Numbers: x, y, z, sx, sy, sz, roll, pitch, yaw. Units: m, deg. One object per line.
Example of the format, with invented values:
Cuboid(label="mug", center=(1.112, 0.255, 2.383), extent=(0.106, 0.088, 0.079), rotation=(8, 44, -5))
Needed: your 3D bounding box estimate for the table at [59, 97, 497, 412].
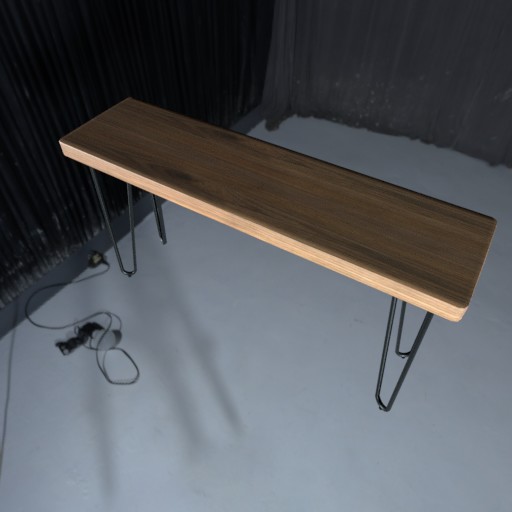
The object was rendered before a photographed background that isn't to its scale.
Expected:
Cuboid(label="table", center=(0.000, 0.000, 1.881), extent=(1.570, 0.834, 0.425), rotation=(24, 51, 21))
